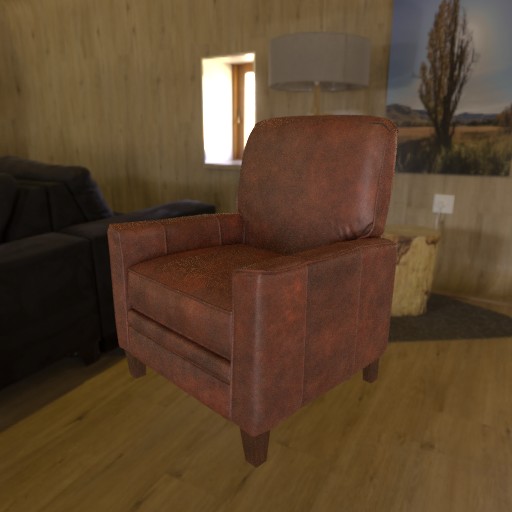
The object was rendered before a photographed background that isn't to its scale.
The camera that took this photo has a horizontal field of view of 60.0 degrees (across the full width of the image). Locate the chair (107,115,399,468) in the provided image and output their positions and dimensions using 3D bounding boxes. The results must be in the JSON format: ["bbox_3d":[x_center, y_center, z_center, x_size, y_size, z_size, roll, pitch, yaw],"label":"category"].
[{"bbox_3d":[0.000,0.000,1.699,0.836,1.043,0.843,-15,22,-42],"label":"chair"}]
